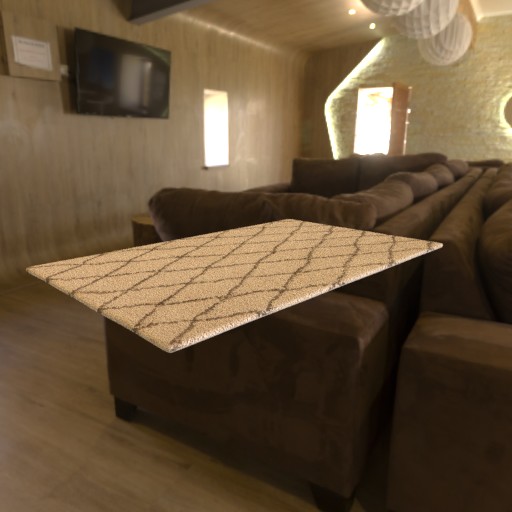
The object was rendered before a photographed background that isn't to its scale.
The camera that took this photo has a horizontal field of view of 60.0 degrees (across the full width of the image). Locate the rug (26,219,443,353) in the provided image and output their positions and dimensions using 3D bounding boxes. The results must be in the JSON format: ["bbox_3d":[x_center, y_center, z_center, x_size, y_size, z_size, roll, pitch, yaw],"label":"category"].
[{"bbox_3d":[0.000,0.000,2.996,2.438,0.030,1.524,-14,20,-43],"label":"rug"}]
